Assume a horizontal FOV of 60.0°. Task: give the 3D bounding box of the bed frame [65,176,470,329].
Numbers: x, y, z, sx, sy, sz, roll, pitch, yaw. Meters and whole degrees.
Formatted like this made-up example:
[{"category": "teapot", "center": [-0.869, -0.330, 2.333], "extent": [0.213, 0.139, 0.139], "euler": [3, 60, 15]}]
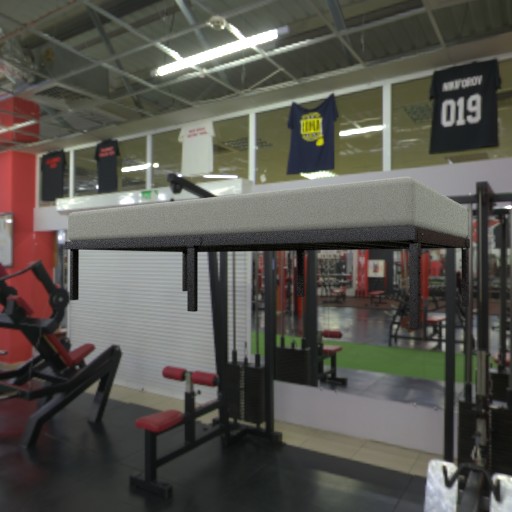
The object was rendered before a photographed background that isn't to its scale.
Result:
[{"category": "bed frame", "center": [0.000, 0.000, 3.229], "extent": [2.635, 0.680, 1.393], "euler": [0, -1, 35]}]
